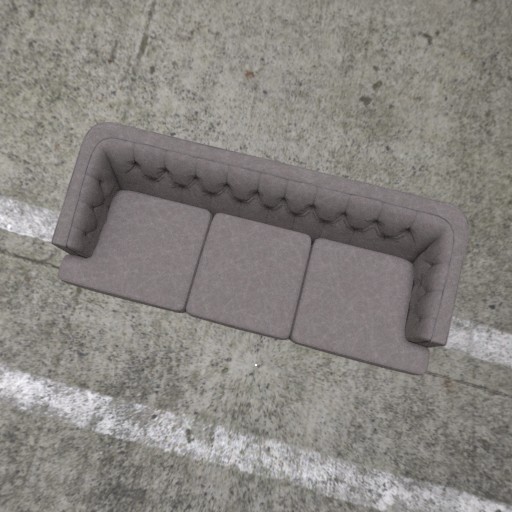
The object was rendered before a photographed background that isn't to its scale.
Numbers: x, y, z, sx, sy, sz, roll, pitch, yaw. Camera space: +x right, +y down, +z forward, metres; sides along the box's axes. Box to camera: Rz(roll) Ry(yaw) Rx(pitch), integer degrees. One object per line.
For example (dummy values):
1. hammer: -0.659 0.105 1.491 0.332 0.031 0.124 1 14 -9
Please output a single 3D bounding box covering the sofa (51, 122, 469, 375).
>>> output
1. sofa: 0.000 0.000 2.719 2.247 0.806 0.917 14 77 3
